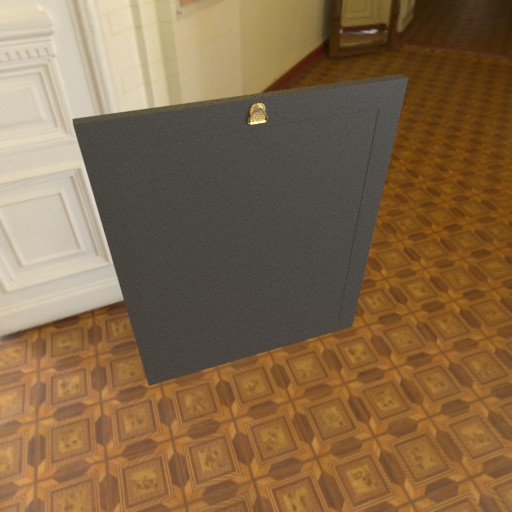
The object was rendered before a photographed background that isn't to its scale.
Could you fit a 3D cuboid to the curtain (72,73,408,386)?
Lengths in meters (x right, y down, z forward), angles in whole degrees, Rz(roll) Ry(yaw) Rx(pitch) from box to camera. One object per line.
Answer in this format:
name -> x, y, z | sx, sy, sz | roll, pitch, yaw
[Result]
curtain -> 0.000, 0.000, 0.806 | 0.483, 0.585, 0.027 | -13, 43, -14
